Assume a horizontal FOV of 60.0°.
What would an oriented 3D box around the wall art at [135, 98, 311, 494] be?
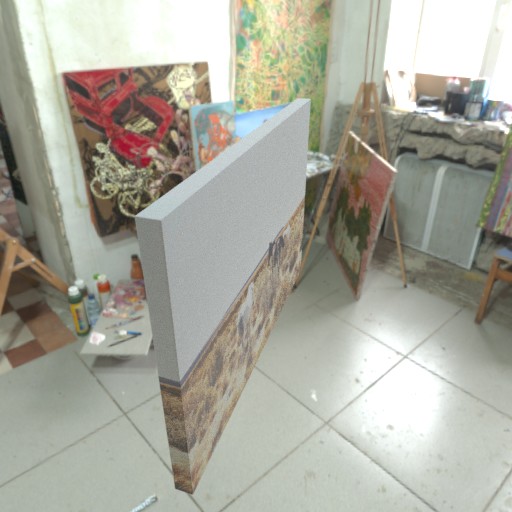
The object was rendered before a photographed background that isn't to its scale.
[{"bbox_3d":[0.000,0.000,1.402,0.051,0.761,1.138,10,31,16],"label":"wall art"}]
